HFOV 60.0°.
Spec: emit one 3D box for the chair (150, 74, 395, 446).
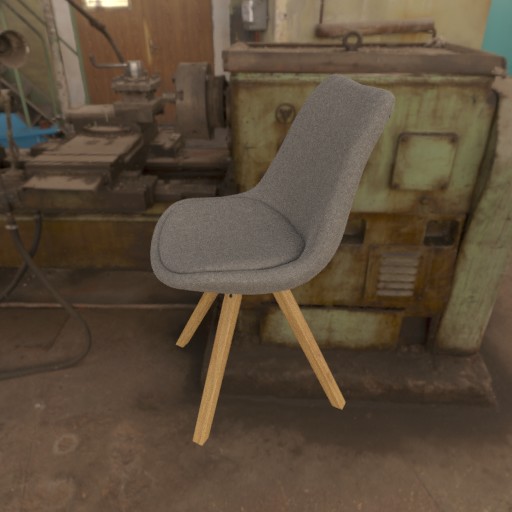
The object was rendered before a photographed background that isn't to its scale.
[{"bbox_3d":[0.000,0.000,1.195,0.550,0.865,0.483,-8,31,-13],"label":"chair"}]
